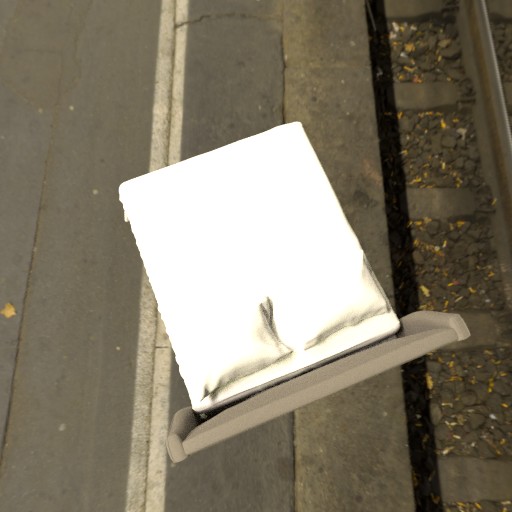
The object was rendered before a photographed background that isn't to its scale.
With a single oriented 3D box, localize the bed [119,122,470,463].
[{"bbox_3d":[0.000,0.000,3.476,1.925,1.332,2.276,-21,75,-6],"label":"bed"}]
